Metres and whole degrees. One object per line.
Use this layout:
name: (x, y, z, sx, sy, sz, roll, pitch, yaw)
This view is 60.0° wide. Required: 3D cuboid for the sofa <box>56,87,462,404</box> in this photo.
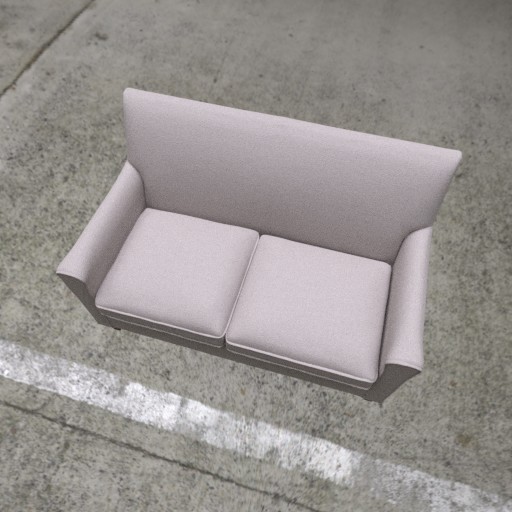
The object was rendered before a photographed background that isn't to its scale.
sofa: (0.000, 0.000, 2.029, 1.482, 0.890, 0.888, 14, 58, 9)
